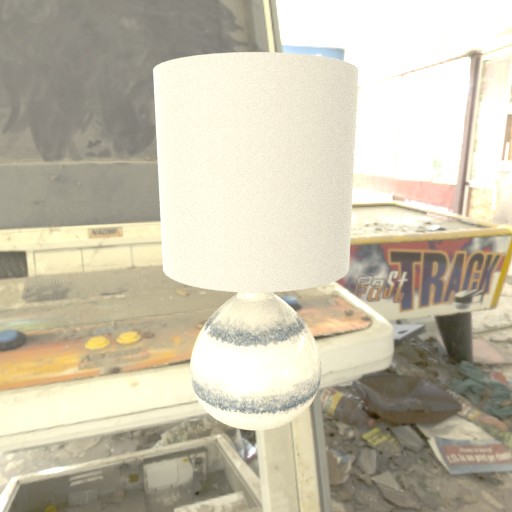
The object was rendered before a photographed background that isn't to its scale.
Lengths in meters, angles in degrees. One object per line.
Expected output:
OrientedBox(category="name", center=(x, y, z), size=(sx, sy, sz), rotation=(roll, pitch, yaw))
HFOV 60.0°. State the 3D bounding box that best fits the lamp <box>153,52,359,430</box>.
OrientedBox(category="lamp", center=(0.000, 0.000, 0.524), size=(0.216, 0.404, 0.216), rotation=(2, 13, 8))
